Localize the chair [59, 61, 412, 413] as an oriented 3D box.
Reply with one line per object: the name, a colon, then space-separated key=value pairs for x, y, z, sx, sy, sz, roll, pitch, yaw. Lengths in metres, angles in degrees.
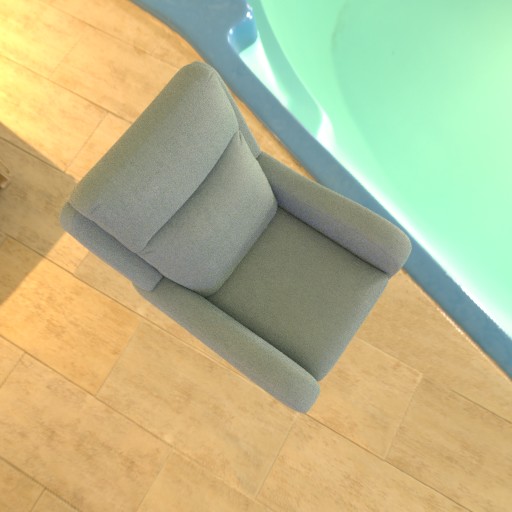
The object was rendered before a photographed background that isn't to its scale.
chair: x=0.000 y=0.000 z=1.734 sx=0.988 sy=1.067 sz=0.785 roll=35 pitch=77 yaw=9
